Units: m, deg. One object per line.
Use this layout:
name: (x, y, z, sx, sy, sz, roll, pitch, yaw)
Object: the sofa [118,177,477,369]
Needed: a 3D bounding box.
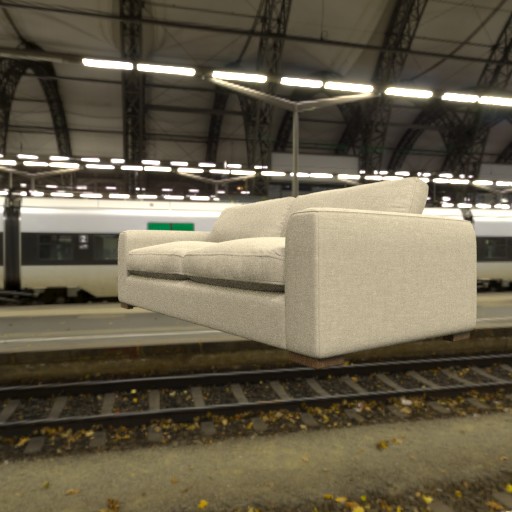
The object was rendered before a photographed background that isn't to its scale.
sofa: (0.000, 0.000, 2.765, 1.070, 0.801, 2.262, 0, 1, -35)
